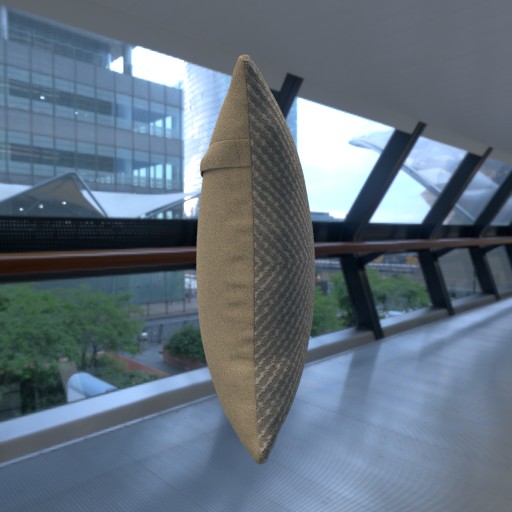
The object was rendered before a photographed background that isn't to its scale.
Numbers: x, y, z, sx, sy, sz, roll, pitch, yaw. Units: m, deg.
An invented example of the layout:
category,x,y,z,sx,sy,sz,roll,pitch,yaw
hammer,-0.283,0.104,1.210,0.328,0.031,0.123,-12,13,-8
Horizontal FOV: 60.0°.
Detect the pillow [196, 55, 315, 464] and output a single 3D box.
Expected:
category,x,y,z,sx,sy,sz,roll,pitch,yaw
pillow,0.000,0.000,0.713,0.181,0.458,0.459,0,2,0
